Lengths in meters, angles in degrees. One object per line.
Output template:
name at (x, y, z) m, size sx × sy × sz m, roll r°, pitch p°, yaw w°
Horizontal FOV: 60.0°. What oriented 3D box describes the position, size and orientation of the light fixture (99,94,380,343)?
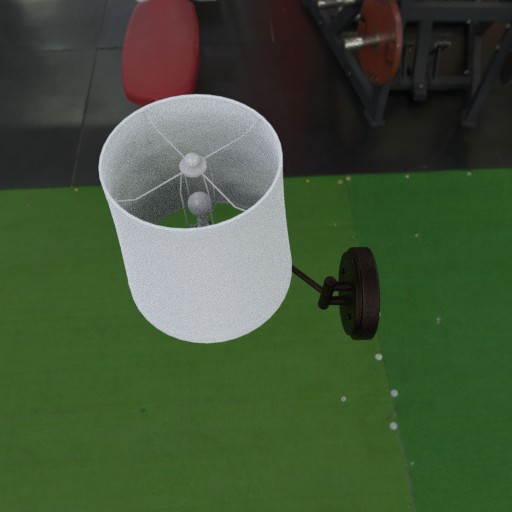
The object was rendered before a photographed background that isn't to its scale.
light fixture at (0.000, 0.000, 0.266) m, size 0.157 × 0.172 × 0.100 m, roll -1°, pitch 59°, yaw -1°
